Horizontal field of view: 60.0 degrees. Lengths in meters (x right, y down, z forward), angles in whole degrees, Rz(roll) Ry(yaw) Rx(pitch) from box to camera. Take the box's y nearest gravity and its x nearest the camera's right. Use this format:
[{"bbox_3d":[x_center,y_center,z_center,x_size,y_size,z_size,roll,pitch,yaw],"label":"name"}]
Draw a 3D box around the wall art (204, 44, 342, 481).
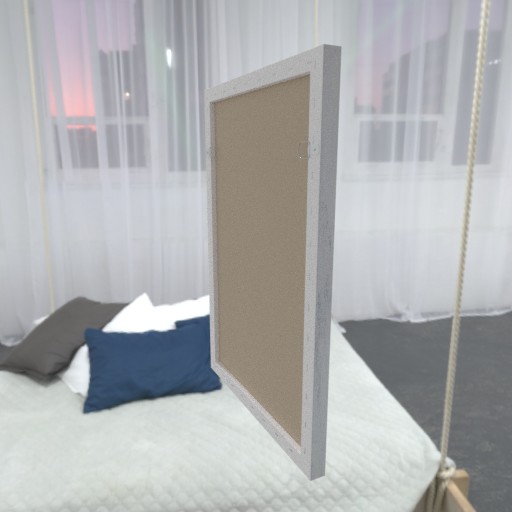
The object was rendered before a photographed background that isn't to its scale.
[{"bbox_3d":[0.000,0.000,1.181,0.043,0.914,0.624,-6,14,-26],"label":"wall art"}]
